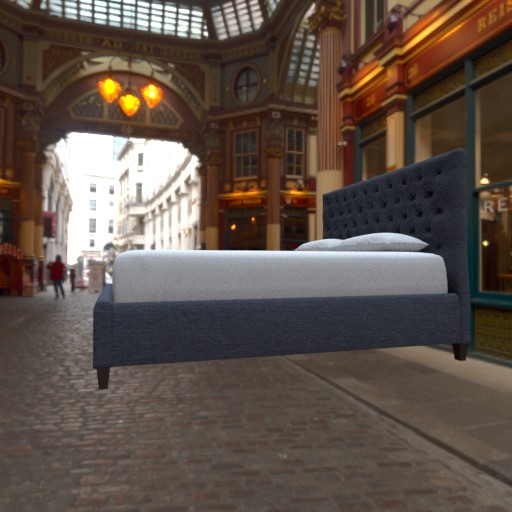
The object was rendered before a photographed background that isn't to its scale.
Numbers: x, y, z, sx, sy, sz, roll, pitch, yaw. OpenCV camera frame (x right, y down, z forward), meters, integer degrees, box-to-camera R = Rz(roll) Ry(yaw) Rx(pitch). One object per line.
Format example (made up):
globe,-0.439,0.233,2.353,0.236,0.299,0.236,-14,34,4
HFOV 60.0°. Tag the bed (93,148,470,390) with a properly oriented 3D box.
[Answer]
bed,0.000,0.000,3.596,2.387,1.427,2.078,0,-1,-17
